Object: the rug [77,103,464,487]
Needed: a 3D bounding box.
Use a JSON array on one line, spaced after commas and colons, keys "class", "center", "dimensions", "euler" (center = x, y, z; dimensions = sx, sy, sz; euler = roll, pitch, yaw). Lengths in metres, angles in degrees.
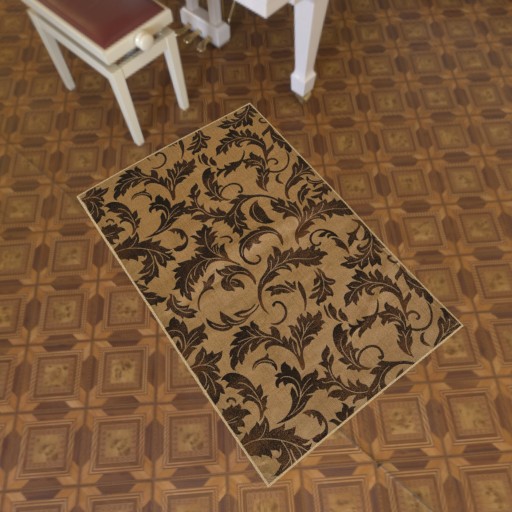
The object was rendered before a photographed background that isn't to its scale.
[{"class": "rug", "center": [0.000, 0.000, 2.946], "dimensions": [1.522, 0.008, 2.284], "euler": [-33, 69, -15]}]
